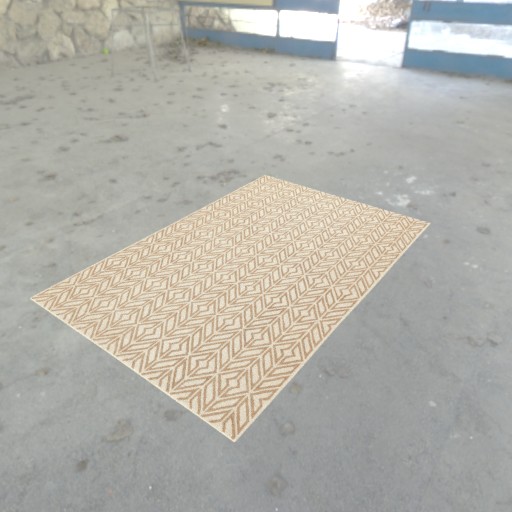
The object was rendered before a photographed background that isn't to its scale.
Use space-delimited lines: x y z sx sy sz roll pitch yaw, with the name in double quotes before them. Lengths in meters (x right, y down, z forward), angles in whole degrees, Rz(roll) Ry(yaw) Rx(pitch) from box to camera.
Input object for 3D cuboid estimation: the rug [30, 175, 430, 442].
"rug" 0.000 0.000 2.336 1.220 0.007 1.828 22 39 31
